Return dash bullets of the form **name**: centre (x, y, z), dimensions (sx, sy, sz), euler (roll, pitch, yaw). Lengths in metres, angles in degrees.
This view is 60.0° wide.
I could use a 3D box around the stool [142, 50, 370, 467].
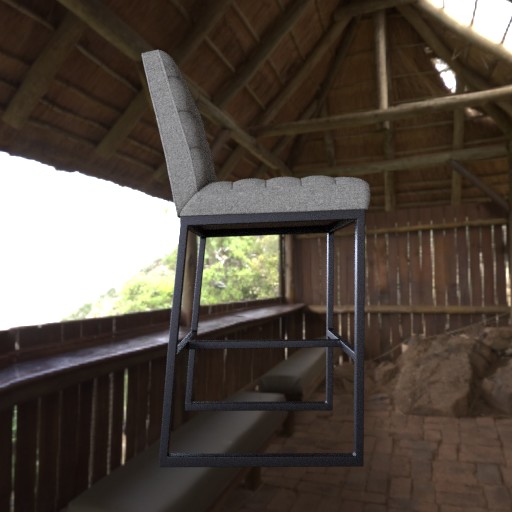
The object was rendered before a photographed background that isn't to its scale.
- **stool**: centre (0.000, 0.000, 1.304), dimensions (0.571, 1.034, 0.459), euler (0, -1, 0)
